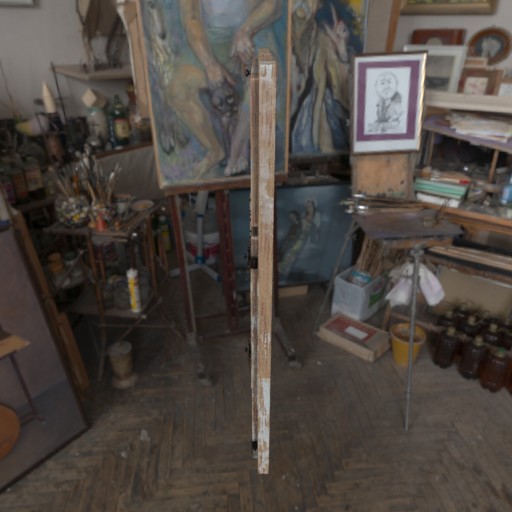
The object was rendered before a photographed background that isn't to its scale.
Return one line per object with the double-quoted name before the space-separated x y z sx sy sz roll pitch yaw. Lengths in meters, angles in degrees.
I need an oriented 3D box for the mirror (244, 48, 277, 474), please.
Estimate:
"mirror" 0.000 0.000 1.463 0.083 1.213 0.707 0 27 0
